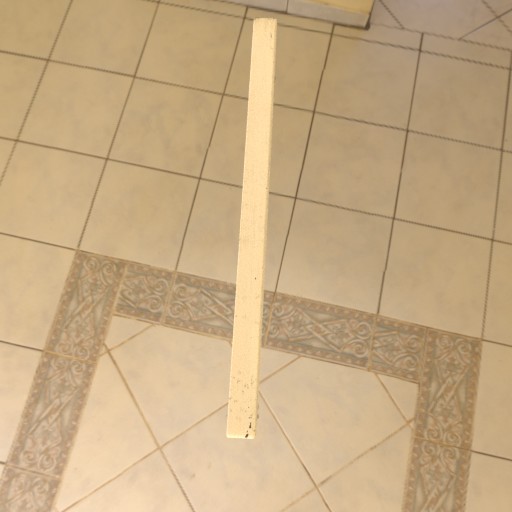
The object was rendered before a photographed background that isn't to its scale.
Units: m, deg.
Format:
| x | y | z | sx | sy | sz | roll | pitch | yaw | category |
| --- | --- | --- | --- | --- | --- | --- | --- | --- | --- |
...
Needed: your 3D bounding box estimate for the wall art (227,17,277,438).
| x | y | z | sx | sy | sz | roll | pitch | yaw | category |
| --- | --- | --- | --- | --- | --- | --- | --- | --- | --- |
| 0.000 | 0.000 | 0.906 | 0.040 | 0.611 | 0.610 | 3 | 76 | 1 | wall art |
